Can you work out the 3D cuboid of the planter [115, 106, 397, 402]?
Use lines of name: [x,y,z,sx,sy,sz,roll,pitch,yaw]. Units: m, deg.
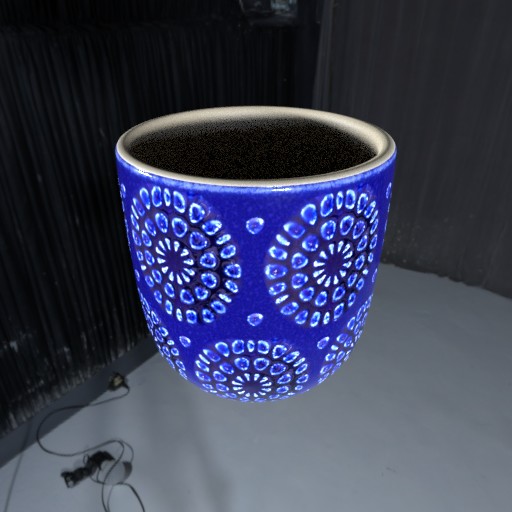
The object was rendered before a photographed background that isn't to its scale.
planter: [0.000,0.000,0.203,0.109,0.112,0.109,0,31,0]
